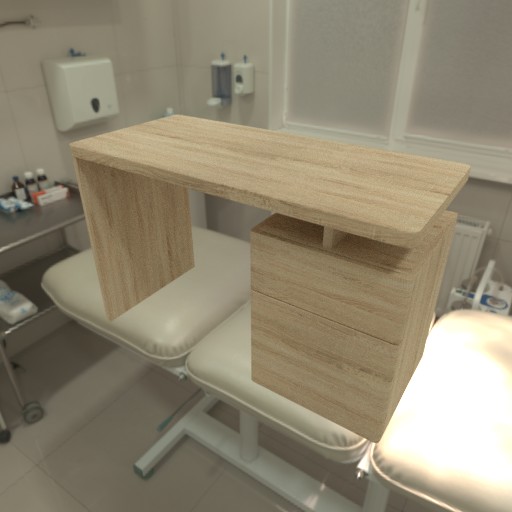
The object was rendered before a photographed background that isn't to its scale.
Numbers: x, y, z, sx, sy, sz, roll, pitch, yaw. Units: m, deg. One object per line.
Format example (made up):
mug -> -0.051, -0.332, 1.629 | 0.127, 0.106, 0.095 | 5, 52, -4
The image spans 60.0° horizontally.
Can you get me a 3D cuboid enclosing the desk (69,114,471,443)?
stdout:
desk -> 0.000, 0.000, 1.614 | 1.200, 0.760, 0.550 | 19, 35, 29
